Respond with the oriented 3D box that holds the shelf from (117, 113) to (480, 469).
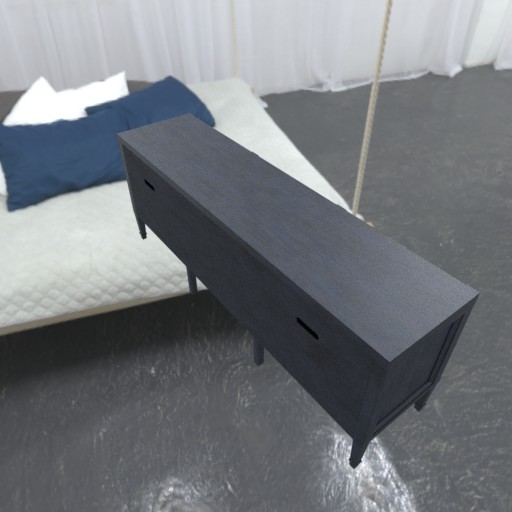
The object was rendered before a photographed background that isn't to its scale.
[{"bbox_3d":[0.000,0.000,2.177,0.471,0.715,1.878,-26,47,-28],"label":"shelf"}]
